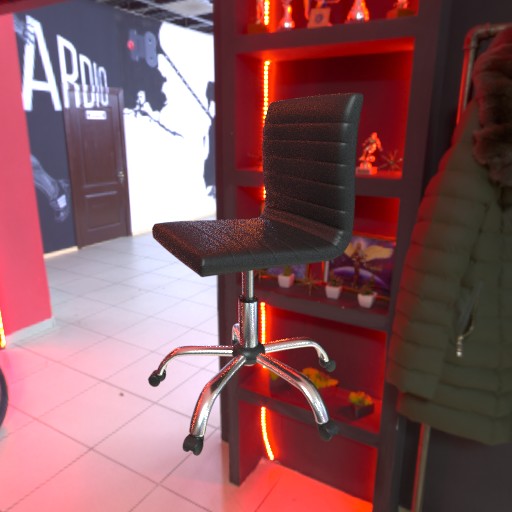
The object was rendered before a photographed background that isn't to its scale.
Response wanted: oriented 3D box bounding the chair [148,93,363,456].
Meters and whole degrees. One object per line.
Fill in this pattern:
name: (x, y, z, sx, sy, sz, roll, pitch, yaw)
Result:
chair: (0.000, 0.000, 1.138, 0.530, 0.780, 0.556, -8, 17, -26)
